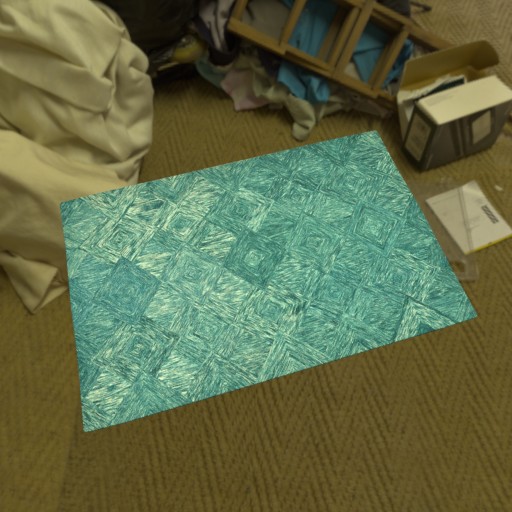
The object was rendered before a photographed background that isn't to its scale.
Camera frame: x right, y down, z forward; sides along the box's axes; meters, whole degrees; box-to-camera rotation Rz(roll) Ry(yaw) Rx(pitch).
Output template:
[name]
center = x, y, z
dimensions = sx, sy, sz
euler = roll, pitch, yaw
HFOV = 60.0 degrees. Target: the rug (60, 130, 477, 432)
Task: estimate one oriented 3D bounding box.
[rug]
center = 0.000, 0.000, 2.092
dimensions = 1.728, 0.017, 1.136
euler = -15, 64, -7
